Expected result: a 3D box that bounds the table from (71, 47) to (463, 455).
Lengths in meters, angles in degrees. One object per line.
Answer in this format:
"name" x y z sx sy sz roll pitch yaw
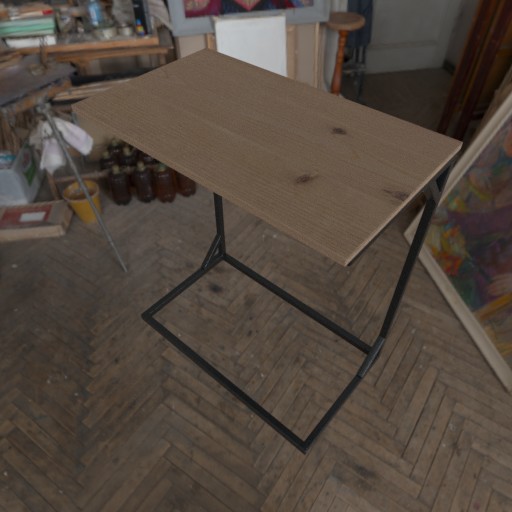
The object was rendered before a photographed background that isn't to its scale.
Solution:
"table" 0.000 0.000 1.015 0.597 0.673 0.351 32 54 27
